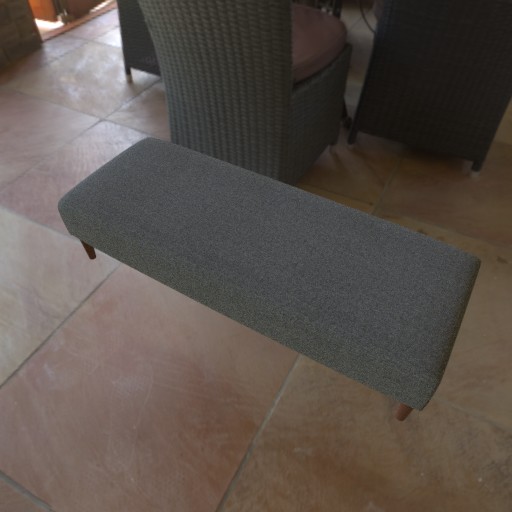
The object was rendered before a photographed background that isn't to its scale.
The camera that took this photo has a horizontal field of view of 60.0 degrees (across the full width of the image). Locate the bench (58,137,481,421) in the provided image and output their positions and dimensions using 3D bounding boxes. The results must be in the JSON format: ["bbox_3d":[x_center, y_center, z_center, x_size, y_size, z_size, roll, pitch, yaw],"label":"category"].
[{"bbox_3d":[0.000,0.000,1.845,1.598,0.384,0.631,24,52,20],"label":"bench"}]
